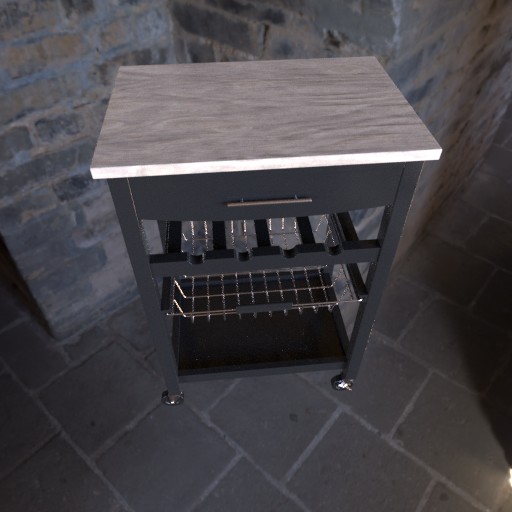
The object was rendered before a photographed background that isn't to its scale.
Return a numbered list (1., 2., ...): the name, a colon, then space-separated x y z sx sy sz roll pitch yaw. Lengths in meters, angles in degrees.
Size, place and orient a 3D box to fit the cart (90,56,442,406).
1. cart: 0.000 0.000 1.151 0.584 0.839 0.403 -4 45 -4
